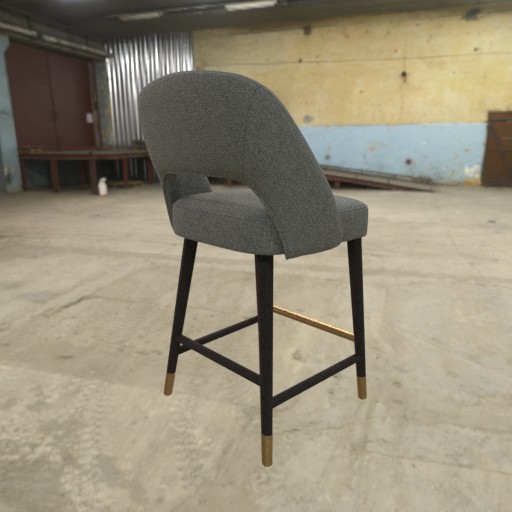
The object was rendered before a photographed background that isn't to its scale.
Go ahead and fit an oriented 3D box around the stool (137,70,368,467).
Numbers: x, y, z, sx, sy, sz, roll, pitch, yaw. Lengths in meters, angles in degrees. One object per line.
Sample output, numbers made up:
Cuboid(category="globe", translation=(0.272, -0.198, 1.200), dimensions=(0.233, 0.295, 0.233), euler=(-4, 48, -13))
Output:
Cuboid(category="stool", translation=(0.000, 0.000, 1.255), dimensions=(0.524, 0.925, 0.536), euler=(-14, 20, -42))
